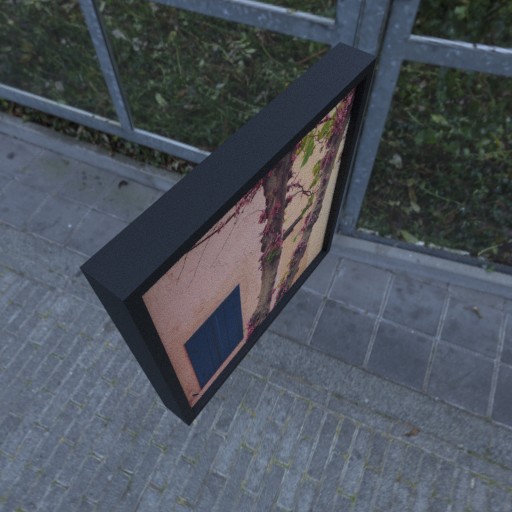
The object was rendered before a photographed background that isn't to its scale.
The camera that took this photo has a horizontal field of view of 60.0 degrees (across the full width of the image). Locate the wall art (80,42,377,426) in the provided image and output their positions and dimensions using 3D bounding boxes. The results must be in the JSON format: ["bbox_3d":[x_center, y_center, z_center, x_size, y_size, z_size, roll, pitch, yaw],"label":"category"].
[{"bbox_3d":[0.000,0.000,0.455,0.038,0.304,0.305,32,62,20],"label":"wall art"}]
